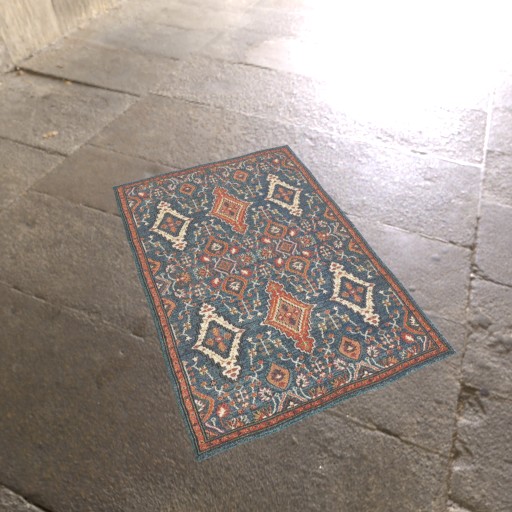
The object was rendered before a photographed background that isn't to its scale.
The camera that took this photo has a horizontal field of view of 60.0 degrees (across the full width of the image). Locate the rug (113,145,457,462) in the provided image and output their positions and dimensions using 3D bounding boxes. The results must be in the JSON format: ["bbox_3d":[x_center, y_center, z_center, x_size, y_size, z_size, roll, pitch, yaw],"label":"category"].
[{"bbox_3d":[0.000,0.000,3.144,1.622,0.009,2.373,-17,50,-15],"label":"rug"}]
